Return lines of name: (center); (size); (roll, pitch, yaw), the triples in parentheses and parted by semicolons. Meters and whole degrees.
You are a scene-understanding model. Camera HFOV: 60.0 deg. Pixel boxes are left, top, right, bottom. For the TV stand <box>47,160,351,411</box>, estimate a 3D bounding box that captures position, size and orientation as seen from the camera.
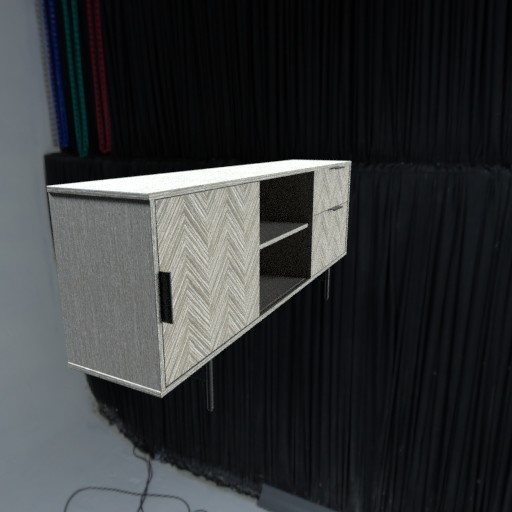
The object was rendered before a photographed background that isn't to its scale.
TV stand: (0.000, 0.000, 2.045); (0.405, 0.787, 1.804); (8, 17, 27)
